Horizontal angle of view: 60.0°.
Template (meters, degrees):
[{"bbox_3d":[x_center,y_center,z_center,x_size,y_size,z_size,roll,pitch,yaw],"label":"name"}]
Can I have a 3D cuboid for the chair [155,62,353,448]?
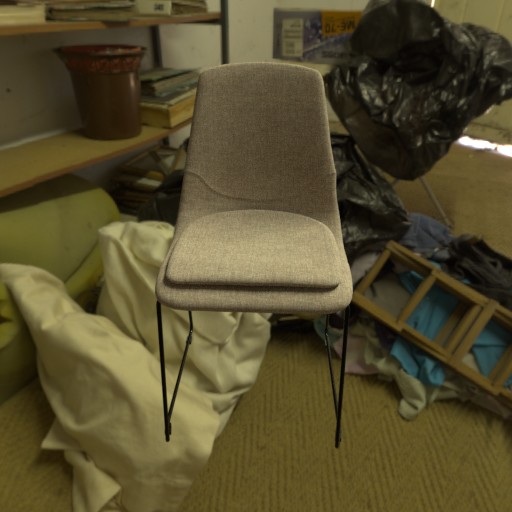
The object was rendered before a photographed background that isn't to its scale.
[{"bbox_3d":[0.000,0.000,1.139,0.479,0.858,0.518,1,31,2],"label":"chair"}]
